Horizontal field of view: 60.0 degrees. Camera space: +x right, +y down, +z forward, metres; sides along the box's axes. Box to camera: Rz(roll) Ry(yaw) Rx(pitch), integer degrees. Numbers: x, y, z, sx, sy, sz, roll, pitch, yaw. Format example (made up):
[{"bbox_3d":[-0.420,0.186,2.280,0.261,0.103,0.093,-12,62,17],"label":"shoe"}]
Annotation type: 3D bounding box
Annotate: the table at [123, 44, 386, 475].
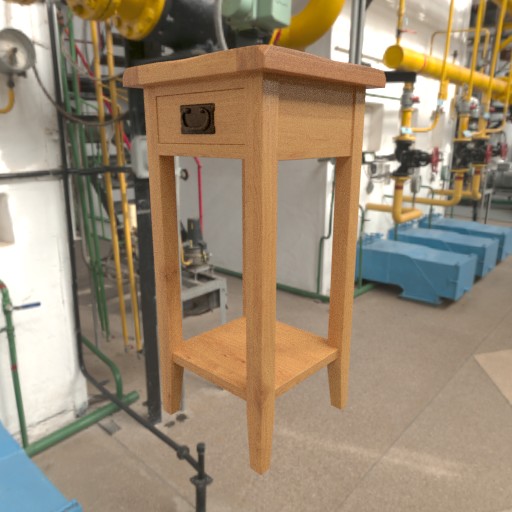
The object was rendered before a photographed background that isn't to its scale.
[{"bbox_3d":[0.000,0.000,0.946,0.360,0.740,0.360,13,20,41],"label":"table"}]
